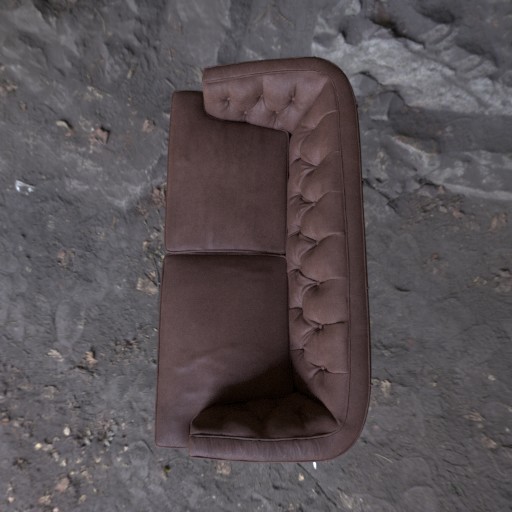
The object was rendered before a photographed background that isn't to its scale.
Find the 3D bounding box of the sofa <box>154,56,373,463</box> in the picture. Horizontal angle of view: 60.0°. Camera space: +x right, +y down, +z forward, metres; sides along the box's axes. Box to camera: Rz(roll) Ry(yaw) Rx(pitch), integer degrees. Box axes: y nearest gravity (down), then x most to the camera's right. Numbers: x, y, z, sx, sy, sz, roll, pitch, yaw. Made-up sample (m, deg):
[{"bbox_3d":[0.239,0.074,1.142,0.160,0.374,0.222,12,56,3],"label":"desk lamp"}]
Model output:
[{"bbox_3d":[0.000,0.000,2.169,0.917,0.799,1.767,0,77,0],"label":"sofa"}]
